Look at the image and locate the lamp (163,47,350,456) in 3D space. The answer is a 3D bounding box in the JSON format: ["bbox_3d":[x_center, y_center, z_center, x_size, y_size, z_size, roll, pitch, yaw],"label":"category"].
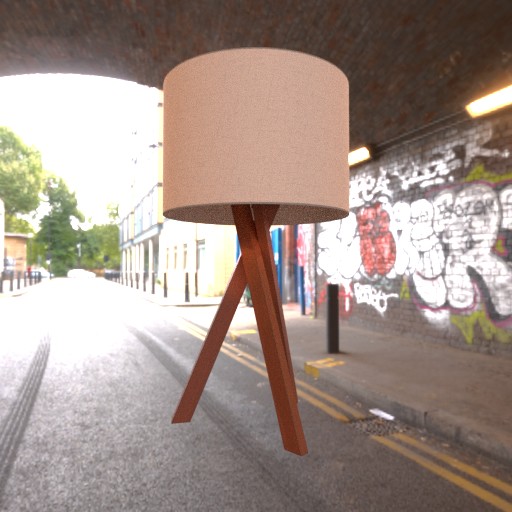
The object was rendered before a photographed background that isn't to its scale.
[{"bbox_3d":[0.000,0.000,0.919,0.380,0.686,0.380,-1,-2,18],"label":"lamp"}]
